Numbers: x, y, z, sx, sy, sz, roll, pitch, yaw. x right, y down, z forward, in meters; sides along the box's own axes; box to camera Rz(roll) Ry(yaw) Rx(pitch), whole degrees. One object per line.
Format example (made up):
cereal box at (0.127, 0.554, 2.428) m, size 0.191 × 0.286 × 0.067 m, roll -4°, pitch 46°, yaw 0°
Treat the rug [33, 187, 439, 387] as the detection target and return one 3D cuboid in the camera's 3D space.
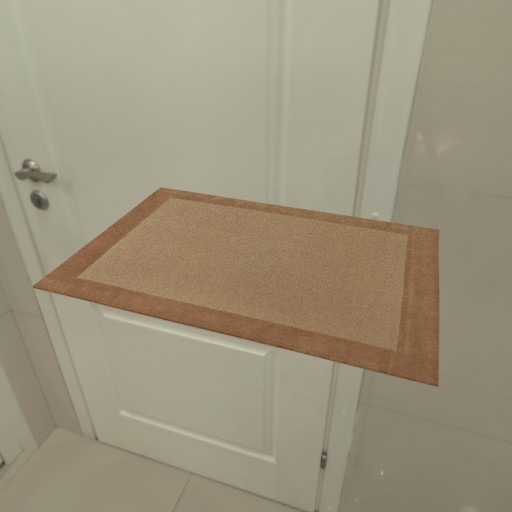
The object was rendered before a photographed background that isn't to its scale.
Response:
rug at (0.000, 0.000, 2.342) m, size 1.829 × 0.014 × 1.219 m, roll 11°, pitch 34°, yaw 16°
